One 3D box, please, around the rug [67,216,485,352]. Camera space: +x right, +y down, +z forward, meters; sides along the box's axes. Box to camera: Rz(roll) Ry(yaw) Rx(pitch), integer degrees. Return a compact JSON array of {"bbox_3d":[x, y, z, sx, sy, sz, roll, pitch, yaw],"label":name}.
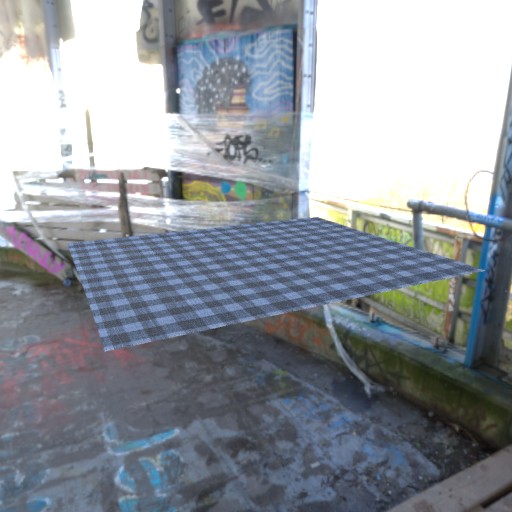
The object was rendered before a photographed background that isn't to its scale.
[{"bbox_3d":[0.000,0.000,4.051,3.021,0.013,2.432,-8,19,-25],"label":"rug"}]
